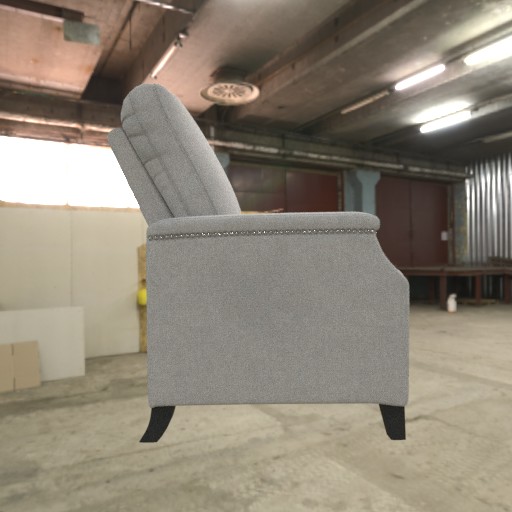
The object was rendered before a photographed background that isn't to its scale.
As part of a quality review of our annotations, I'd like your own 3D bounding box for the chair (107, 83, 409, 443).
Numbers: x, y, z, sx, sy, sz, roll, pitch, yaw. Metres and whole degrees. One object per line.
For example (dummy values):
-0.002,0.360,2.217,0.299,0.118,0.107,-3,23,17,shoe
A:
0.000,0.000,1.589,0.922,1.049,0.710,0,0,-1,chair
